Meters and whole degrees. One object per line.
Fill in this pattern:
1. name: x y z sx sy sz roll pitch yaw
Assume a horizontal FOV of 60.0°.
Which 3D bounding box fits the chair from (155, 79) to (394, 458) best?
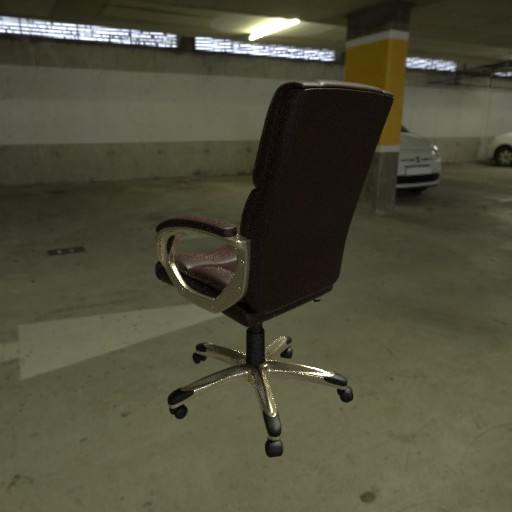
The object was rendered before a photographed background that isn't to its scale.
1. chair: 0.000 0.000 1.564 0.739 1.107 0.662 15 22 42
